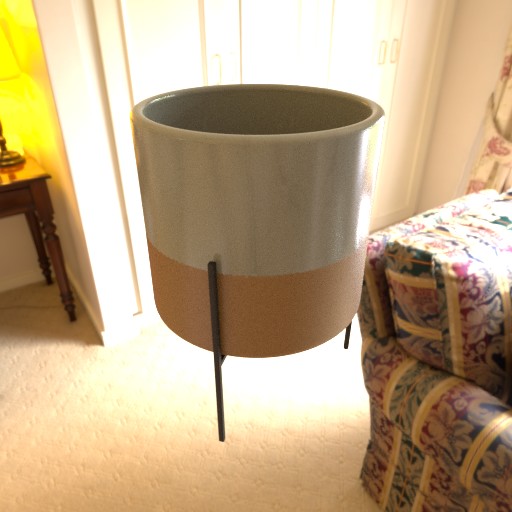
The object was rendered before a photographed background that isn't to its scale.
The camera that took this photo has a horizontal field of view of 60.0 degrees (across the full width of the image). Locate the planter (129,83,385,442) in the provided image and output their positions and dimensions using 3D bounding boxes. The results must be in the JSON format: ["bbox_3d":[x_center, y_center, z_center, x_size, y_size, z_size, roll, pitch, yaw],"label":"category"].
[{"bbox_3d":[0.000,0.000,0.727,0.348,0.480,0.360,9,32,15],"label":"planter"}]
